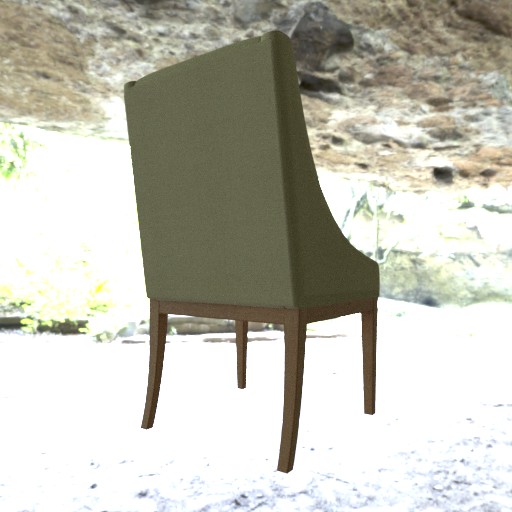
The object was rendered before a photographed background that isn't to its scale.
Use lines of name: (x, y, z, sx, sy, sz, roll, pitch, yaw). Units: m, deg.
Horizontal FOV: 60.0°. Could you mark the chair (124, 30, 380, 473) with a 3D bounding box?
chair: (0.000, 0.000, 1.372, 0.575, 1.021, 0.611, -1, -1, 35)
